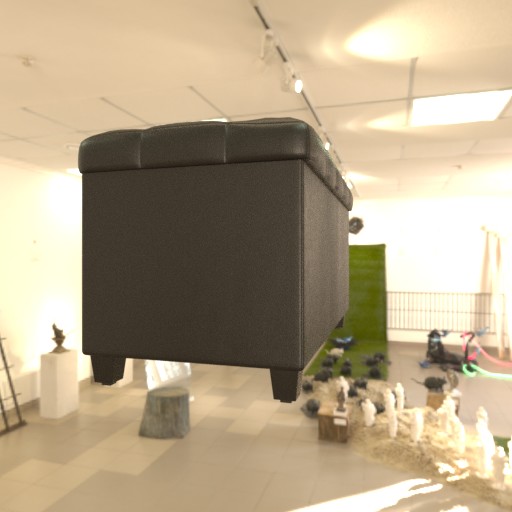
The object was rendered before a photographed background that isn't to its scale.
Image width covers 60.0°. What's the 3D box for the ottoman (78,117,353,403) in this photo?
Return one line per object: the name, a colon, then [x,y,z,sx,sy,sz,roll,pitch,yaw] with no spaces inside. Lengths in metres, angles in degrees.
ottoman: [0.000,0.000,1.124,0.432,0.470,0.838,0,0,17]
